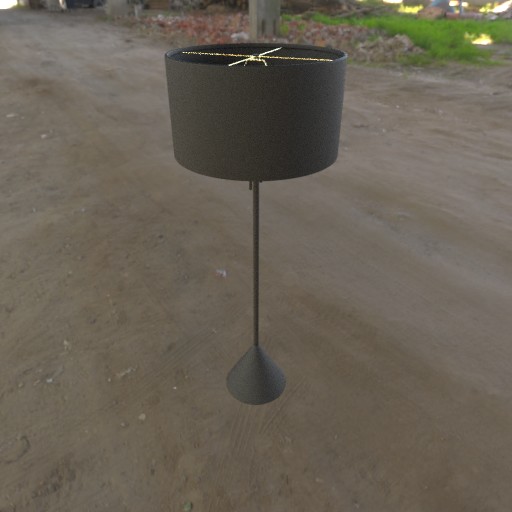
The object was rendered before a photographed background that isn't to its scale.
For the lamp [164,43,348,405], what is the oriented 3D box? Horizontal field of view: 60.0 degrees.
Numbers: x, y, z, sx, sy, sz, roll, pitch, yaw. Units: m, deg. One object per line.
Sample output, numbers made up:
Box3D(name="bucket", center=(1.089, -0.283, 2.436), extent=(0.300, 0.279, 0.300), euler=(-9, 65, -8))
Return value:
Box3D(name="lamp", center=(0.000, 0.000, 1.817), extent=(0.580, 1.526, 0.580), euler=(12, 33, 18))
